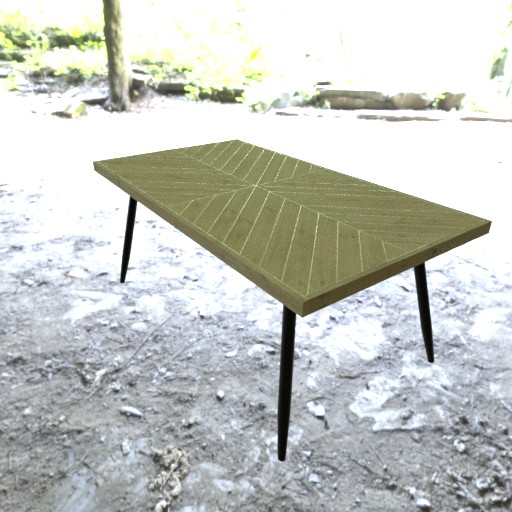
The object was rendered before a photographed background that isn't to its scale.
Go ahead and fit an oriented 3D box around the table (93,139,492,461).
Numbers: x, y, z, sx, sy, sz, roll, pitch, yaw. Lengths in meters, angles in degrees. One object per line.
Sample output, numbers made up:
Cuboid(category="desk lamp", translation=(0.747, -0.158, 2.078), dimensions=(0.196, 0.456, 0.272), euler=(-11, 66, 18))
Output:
Cuboid(category="table", translation=(0.000, 0.000, 2.309), dimensions=(0.991, 0.762, 1.803), euler=(-18, 32, -32))
